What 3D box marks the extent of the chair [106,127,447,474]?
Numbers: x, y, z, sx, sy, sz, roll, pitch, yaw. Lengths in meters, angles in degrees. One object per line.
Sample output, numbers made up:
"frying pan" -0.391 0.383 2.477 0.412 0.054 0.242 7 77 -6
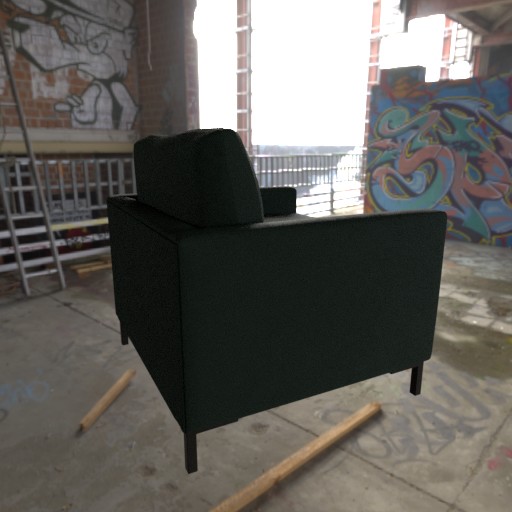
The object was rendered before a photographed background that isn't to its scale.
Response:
"chair" 0.000 0.000 1.593 0.866 0.861 0.963 -7 16 -26
